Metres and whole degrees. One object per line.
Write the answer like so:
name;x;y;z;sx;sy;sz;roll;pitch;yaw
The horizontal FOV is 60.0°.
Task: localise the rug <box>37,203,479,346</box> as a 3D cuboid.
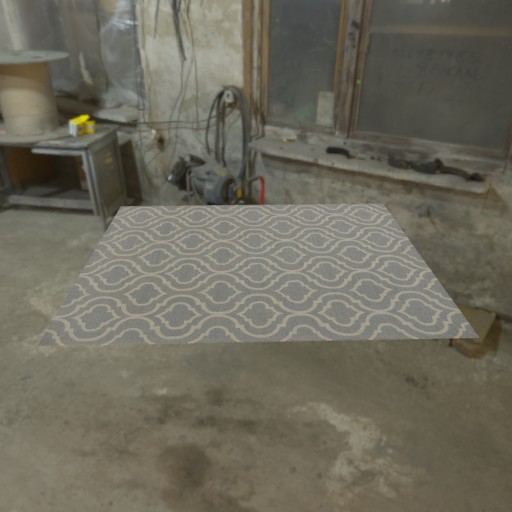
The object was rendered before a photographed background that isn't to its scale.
rug;0.000;0.000;3.896;2.892;0.006;2.283;-1;29;-1
